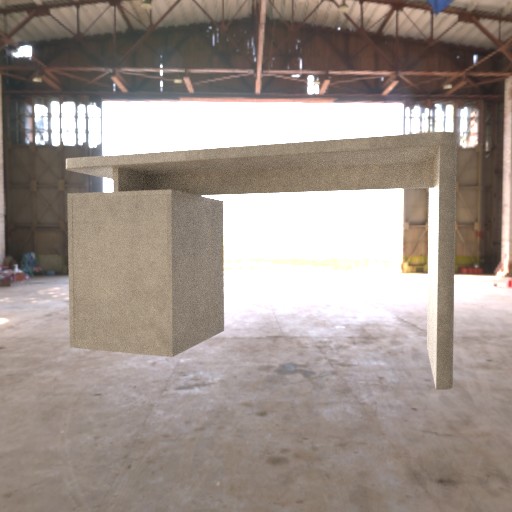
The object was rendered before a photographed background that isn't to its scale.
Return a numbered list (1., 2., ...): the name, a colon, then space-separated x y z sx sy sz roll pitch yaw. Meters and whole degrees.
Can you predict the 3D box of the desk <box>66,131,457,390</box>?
1. desk: 0.000 0.000 1.758 1.400 0.755 0.550 1 2 18
